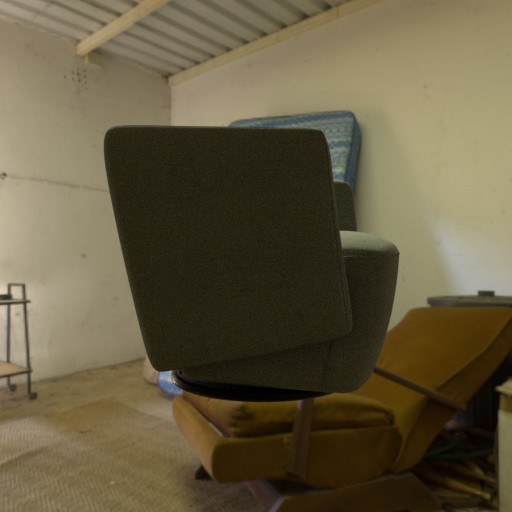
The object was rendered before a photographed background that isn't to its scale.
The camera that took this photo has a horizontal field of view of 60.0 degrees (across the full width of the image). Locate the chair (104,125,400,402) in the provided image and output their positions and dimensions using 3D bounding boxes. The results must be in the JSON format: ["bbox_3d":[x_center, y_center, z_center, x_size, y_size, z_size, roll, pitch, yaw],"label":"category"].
[{"bbox_3d":[0.000,0.000,1.601,0.986,0.861,0.822,0,-2,17],"label":"chair"}]
